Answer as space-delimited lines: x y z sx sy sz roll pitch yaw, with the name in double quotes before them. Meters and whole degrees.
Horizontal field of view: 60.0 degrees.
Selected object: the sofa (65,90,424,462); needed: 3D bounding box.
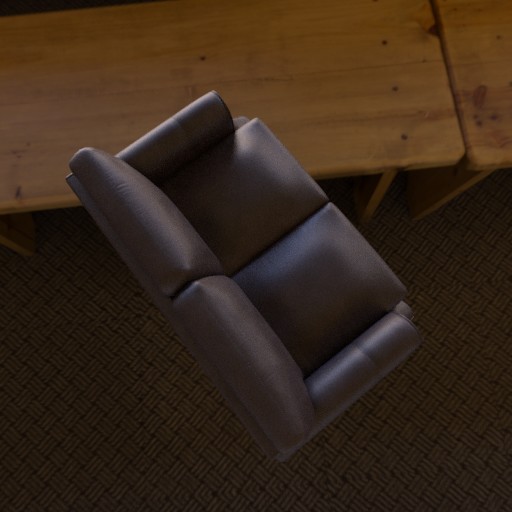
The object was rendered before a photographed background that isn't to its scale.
"sofa" 0.000 0.000 2.279 1.030 0.979 1.663 -37 80 -8
